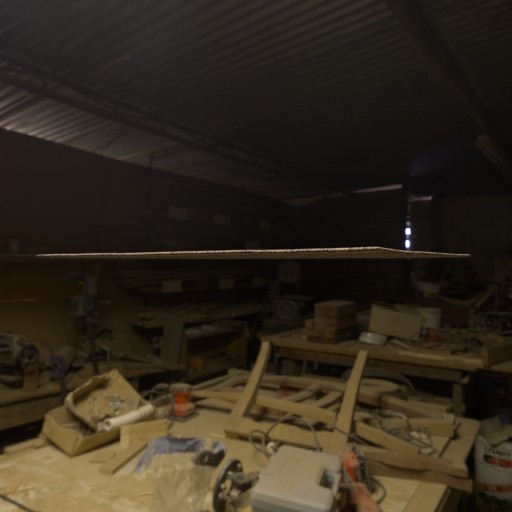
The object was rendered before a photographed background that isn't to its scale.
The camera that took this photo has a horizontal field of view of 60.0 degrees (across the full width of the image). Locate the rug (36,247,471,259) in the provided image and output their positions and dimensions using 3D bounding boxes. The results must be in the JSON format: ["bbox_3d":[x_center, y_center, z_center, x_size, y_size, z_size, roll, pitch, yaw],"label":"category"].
[{"bbox_3d":[0.000,0.000,4.086,3.199,0.036,2.414,-1,-1,36],"label":"rug"}]
